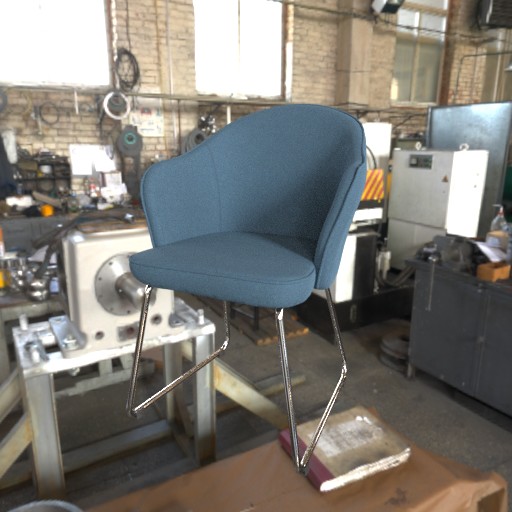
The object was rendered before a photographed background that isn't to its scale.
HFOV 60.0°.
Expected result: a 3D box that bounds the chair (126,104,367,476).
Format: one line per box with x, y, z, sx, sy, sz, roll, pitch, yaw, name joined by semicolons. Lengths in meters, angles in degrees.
0.000;0.000;1.186;0.570;0.815;0.585;7;16;25;chair
